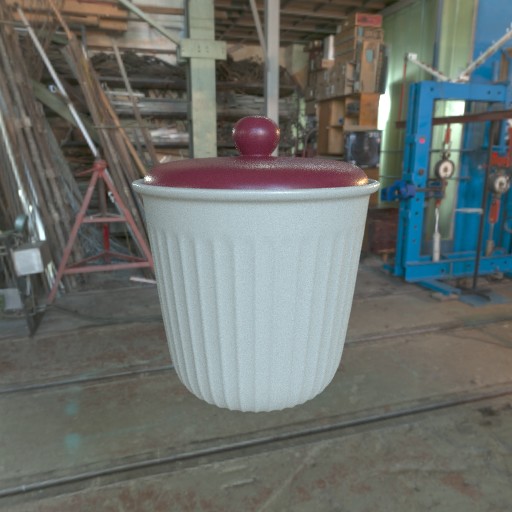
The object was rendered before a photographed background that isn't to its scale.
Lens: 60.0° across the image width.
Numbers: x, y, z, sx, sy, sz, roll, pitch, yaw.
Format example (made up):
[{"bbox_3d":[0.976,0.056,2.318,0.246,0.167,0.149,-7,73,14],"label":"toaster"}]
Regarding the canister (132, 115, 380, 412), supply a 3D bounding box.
[{"bbox_3d":[0.000,0.000,0.348,0.181,0.211,0.181,0,13,0],"label":"canister"}]
